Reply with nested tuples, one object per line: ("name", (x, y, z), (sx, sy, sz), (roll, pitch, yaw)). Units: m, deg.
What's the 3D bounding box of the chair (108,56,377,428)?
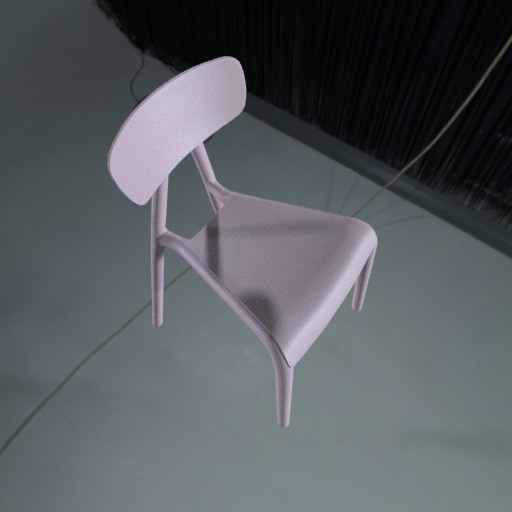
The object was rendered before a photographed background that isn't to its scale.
("chair", (0.000, 0.000, 0.839), (0.401, 0.580, 0.356), (31, 63, 17))
